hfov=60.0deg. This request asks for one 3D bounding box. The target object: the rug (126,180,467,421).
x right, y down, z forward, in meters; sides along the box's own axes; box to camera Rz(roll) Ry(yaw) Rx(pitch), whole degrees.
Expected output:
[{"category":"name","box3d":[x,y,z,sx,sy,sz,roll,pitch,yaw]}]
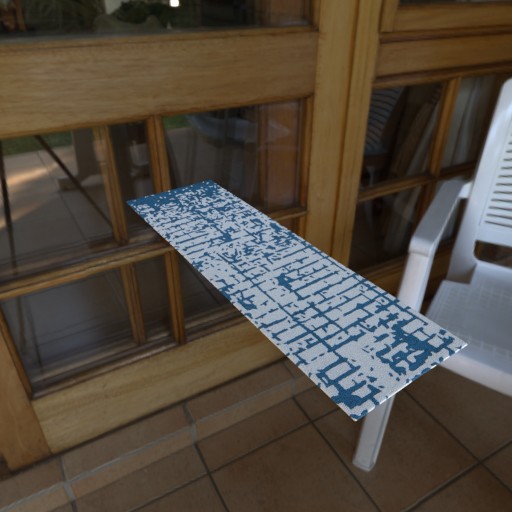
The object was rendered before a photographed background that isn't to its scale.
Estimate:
[{"category":"rug","box3d":[0.000,0.000,2.764,0.750,0.011,2.435,-20,38,-29]}]
